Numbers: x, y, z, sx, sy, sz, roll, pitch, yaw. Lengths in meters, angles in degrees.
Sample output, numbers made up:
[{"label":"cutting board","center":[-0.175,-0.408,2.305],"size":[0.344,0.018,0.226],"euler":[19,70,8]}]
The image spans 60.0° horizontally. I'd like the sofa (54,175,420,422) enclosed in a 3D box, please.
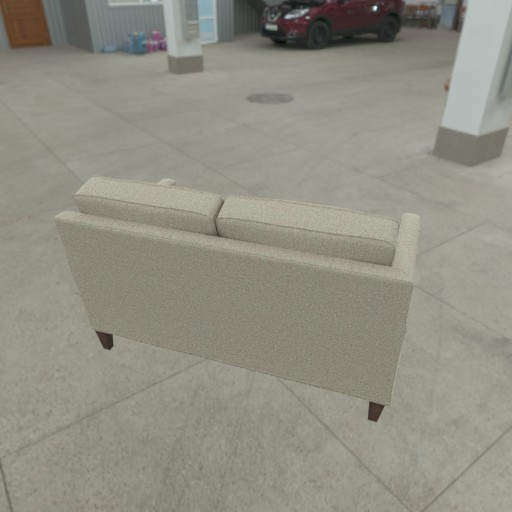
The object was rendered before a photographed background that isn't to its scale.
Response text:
[{"label":"sofa","center":[0.000,0.000,2.320],"size":[1.597,1.003,1.084],"euler":[10,34,16]}]
